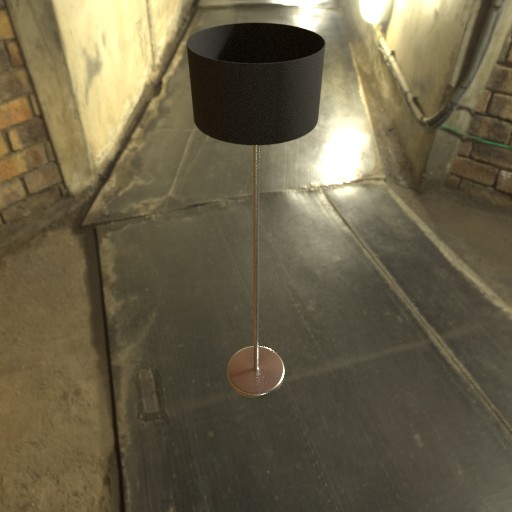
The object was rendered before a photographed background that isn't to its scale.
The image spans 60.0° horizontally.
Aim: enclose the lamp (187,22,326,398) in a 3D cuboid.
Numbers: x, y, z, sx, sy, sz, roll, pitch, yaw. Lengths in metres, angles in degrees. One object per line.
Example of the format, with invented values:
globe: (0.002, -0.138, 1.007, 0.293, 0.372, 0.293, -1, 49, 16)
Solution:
lamp: (0.000, 0.000, 1.593, 0.348, 1.443, 0.348, 24, 47, 25)
